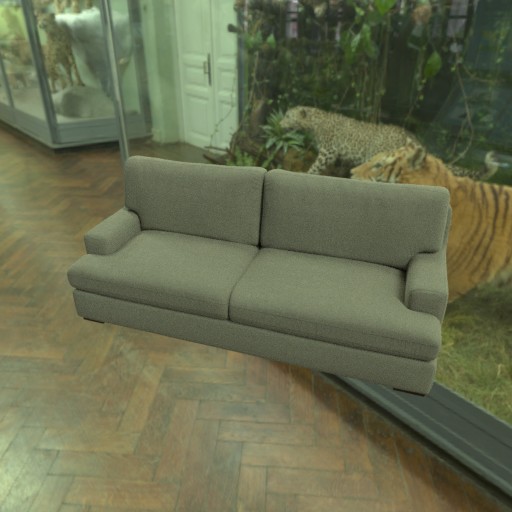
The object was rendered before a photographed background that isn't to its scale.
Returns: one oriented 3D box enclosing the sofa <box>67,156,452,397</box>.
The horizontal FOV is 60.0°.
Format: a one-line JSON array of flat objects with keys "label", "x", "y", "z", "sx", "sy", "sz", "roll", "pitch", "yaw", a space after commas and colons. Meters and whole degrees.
[{"label": "sofa", "x": 0.000, "y": 0.000, "z": 2.917, "sx": 2.354, "sy": 0.980, "sz": 0.962, "roll": 9, "pitch": 30, "yaw": 16}]
